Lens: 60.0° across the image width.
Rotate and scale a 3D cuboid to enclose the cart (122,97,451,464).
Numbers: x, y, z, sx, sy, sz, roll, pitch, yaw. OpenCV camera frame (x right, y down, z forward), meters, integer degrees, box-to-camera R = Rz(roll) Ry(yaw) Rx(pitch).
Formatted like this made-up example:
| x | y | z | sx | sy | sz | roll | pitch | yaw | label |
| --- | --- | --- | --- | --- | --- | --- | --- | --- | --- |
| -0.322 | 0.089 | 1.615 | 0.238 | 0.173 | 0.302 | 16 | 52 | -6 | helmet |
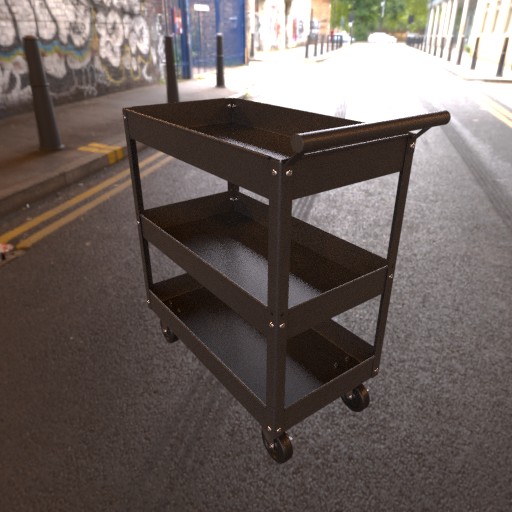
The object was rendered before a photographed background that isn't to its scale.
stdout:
| x | y | z | sx | sy | sz | roll | pitch | yaw | label |
| --- | --- | --- | --- | --- | --- | --- | --- | --- | --- |
| 0.000 | 0.000 | 1.151 | 0.366 | 0.780 | 0.719 | -18 | 32 | -32 | cart |
